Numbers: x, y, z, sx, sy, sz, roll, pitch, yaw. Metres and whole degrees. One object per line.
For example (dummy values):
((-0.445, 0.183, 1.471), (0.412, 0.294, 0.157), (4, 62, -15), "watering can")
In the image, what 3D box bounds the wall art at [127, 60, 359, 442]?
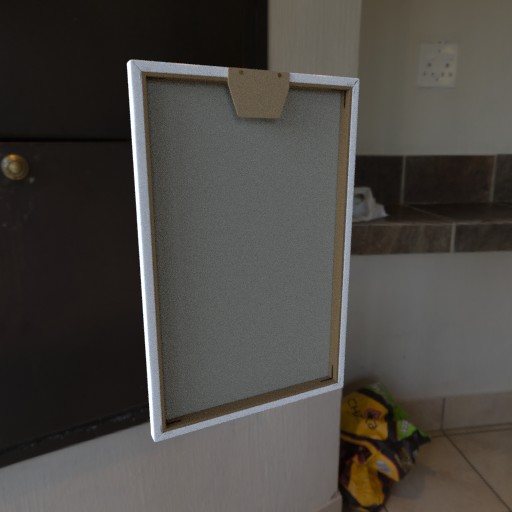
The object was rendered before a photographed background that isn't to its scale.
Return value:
((0.000, 0.000, 1.176), (0.602, 0.916, 0.048), (-7, 16, -26), "wall art")
